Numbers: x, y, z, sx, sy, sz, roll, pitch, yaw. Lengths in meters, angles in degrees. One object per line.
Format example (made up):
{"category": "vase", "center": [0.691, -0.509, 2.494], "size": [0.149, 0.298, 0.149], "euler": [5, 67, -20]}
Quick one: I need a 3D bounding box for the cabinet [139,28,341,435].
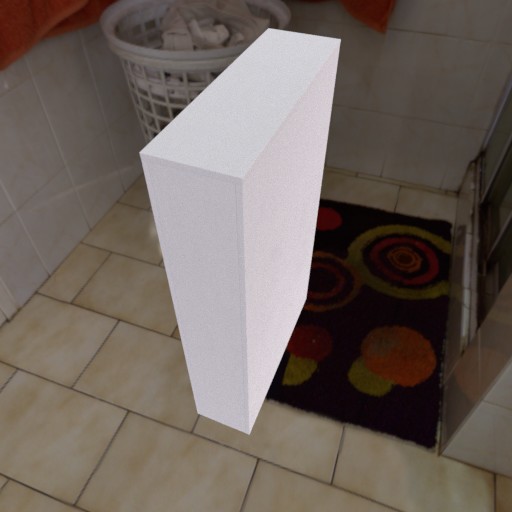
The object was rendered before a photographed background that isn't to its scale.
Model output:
{"category": "cabinet", "center": [0.000, 0.000, 1.604], "size": [0.250, 1.280, 0.750], "euler": [17, 49, 15]}
